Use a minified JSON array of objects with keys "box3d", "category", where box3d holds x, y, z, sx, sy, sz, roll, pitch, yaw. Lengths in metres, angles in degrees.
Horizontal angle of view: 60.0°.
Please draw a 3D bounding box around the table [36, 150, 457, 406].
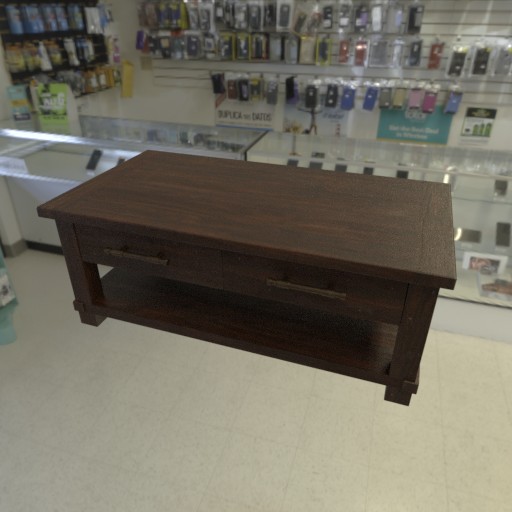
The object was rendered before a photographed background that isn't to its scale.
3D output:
[{"box3d":[0.000,0.000,1.651,1.270,0.494,0.700,10,31,17],"category":"table"}]
